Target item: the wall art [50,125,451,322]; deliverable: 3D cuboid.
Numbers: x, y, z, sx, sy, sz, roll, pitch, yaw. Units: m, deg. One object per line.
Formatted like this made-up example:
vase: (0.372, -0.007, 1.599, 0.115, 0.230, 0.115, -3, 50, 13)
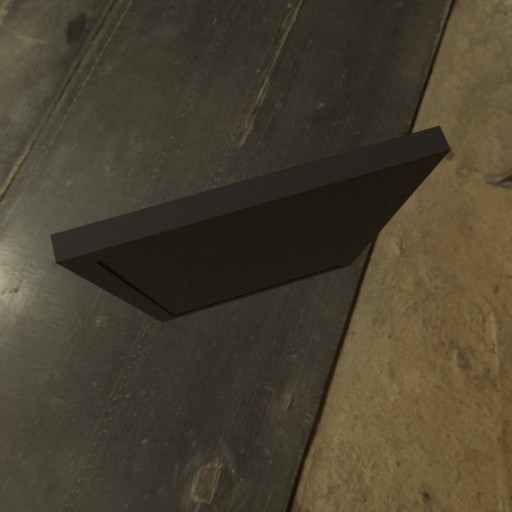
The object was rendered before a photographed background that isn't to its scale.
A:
wall art: (0.000, 0.000, 0.764, 0.457, 0.559, 0.033, -16, 76, -4)
